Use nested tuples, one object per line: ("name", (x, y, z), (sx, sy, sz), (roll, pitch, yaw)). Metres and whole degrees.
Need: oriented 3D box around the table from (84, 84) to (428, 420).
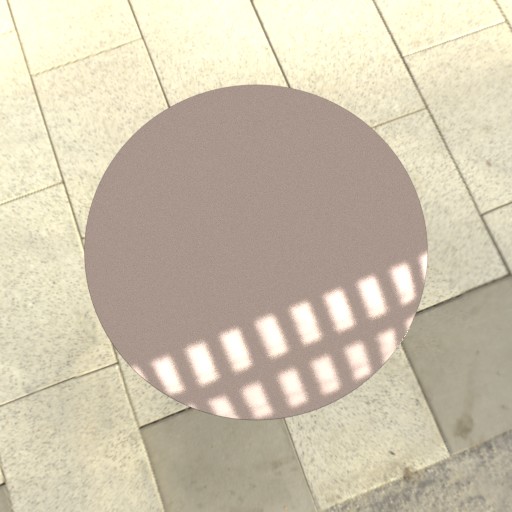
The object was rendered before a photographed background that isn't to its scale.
("table", (0.000, 0.000, 1.227), (0.800, 0.400, 0.800), (0, 79, 0))
